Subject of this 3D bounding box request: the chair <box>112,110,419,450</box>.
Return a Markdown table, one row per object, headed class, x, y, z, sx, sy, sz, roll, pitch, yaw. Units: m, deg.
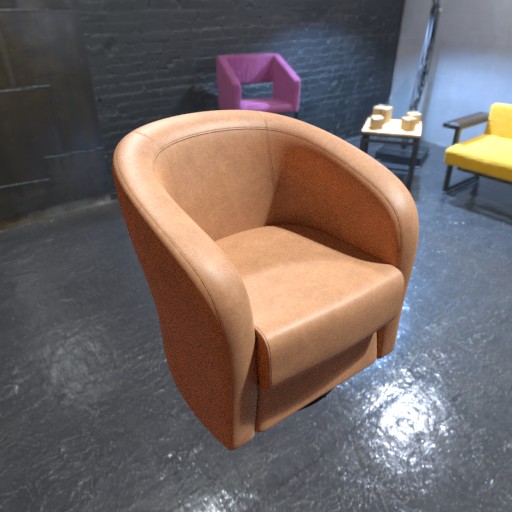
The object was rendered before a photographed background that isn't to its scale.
| class | x | y | z | sx | sy | sz | roll | pitch | yaw |
| --- | --- | --- | --- | --- | --- | --- | --- | --- | --- |
| chair | 0.000 | 0.000 | 1.442 | 0.791 | 0.771 | 0.815 | -20 | 36 | -30 |
